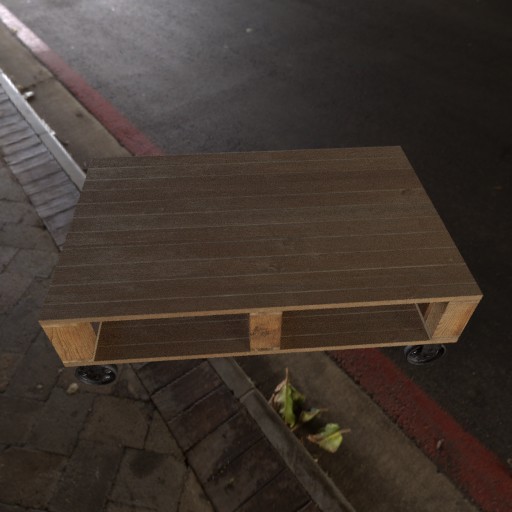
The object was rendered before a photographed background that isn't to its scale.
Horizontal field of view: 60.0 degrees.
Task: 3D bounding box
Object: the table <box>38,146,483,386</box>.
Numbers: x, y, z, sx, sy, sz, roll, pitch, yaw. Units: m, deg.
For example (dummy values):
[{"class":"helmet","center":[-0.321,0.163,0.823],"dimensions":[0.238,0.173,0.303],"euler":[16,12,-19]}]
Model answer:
[{"class":"table","center":[0.000,0.000,1.725],"dimensions":[1.299,0.413,0.827],"euler":[-3,46,-3]}]
